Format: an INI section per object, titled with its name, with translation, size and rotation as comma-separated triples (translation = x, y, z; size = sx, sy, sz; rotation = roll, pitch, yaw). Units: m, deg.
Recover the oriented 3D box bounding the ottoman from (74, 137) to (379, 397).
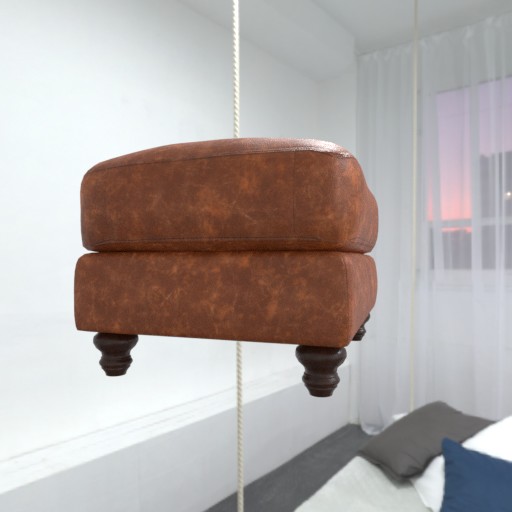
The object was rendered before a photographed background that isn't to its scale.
[ottoman]
translation = 0.000, 0.000, 1.276
size = 0.657, 0.562, 0.832
rotation = 0, 0, 18
